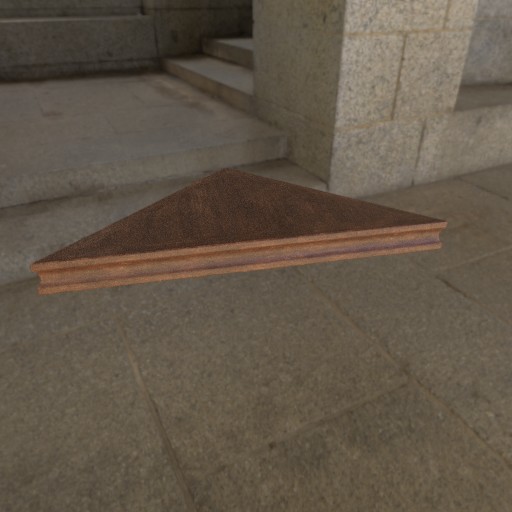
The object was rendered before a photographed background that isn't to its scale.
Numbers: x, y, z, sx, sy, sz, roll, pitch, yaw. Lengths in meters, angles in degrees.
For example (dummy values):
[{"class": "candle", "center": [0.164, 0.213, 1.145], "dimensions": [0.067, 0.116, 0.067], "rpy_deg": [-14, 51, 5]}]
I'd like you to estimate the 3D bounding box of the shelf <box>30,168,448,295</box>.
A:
[{"class": "shelf", "center": [0.000, 0.000, 0.446], "dimensions": [0.296, 0.035, 0.296], "rpy_deg": [19, 36, 28]}]
